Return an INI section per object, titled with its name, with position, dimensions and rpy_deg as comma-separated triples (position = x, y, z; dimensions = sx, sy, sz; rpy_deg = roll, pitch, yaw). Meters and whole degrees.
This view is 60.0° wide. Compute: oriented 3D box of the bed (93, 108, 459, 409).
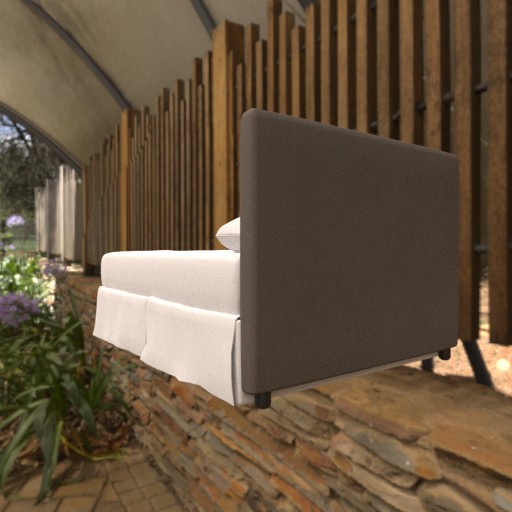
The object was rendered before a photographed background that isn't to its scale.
[bed]
position = 0.000, 0.000, 3.196
dimensions = 1.723, 1.330, 2.142
rpy_deg = -1, 1, -36
